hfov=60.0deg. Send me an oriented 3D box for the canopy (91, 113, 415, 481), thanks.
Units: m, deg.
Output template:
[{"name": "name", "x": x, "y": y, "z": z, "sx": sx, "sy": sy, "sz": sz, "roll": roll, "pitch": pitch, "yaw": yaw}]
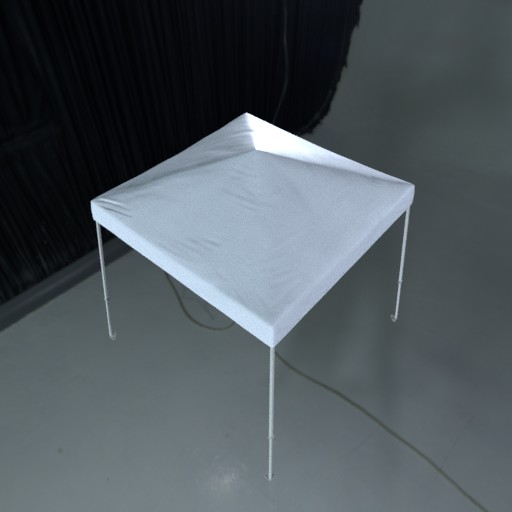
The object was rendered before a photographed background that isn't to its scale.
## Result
[{"name": "canopy", "x": 0.000, "y": 0.000, "z": 6.516, "sx": 3.600, "sy": 3.600, "sz": 3.599, "roll": 32, "pitch": 54, "yaw": 27}]
